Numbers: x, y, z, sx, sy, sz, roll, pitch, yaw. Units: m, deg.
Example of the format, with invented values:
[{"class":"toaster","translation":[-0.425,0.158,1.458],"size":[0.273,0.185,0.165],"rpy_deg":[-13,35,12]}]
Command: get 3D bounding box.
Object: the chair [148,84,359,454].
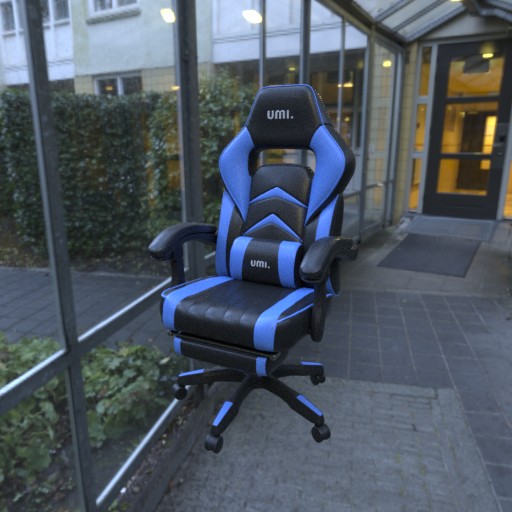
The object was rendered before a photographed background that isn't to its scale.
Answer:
[{"class":"chair","translation":[0.000,0.000,1.691],"size":[0.700,1.280,0.700],"rpy_deg":[7,16,26]}]
